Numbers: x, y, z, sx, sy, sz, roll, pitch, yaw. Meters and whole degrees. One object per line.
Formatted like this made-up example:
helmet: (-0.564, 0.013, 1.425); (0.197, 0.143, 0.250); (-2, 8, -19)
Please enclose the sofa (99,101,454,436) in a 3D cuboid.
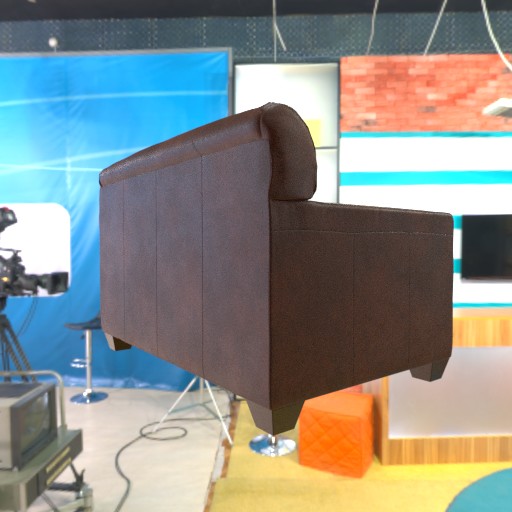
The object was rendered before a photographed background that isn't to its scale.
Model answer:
sofa: (0.000, 0.000, 2.006); (1.000, 0.956, 1.413); (-1, 2, -38)
